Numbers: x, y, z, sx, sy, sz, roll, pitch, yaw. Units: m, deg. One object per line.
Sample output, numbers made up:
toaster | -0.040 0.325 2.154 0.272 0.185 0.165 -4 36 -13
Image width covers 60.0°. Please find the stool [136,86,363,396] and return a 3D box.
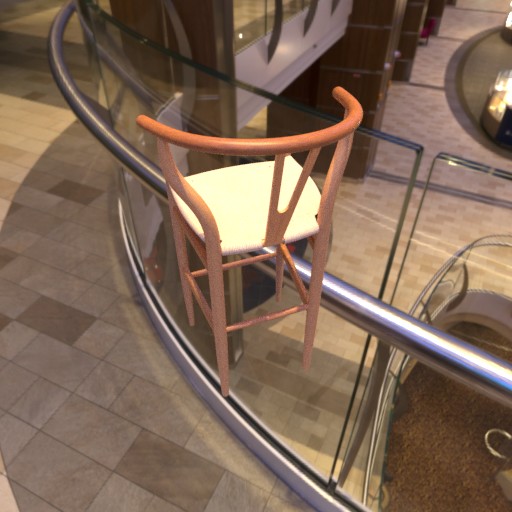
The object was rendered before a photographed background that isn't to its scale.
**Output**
stool | 0.000 0.000 1.418 0.574 1.068 0.561 -14 43 -15
